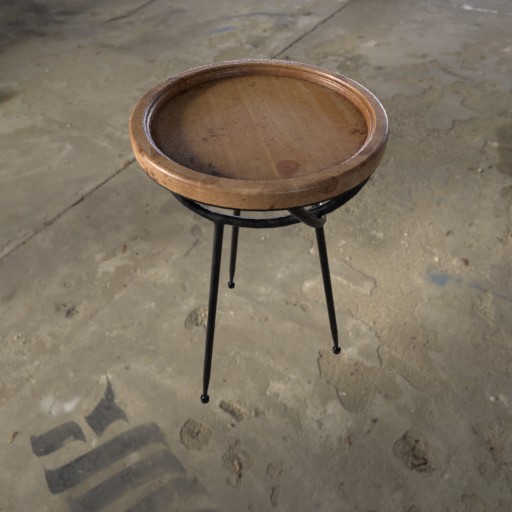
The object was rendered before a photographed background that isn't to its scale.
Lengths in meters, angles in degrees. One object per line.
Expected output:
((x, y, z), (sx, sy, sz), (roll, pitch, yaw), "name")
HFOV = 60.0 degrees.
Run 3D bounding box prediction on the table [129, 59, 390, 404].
((0.000, 0.000, 0.945), (0.418, 0.664, 0.414), (-30, 53, -26), "table")
